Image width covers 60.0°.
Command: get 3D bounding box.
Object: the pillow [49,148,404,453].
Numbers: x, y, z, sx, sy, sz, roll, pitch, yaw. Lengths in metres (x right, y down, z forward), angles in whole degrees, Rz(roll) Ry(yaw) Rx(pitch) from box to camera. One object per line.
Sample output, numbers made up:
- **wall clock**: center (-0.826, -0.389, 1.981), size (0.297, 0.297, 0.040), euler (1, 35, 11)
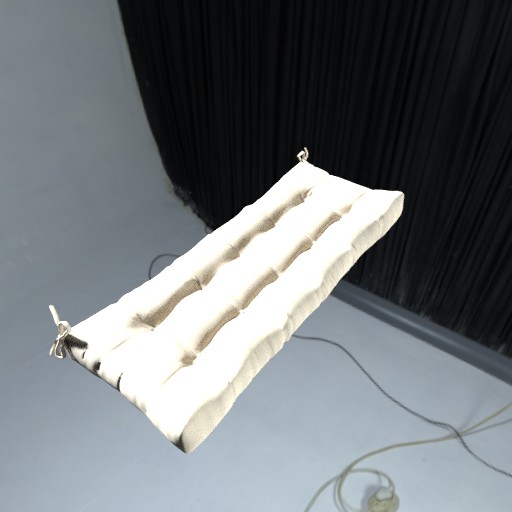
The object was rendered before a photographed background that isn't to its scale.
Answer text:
- **pillow**: center (0.000, 0.000, 1.367), size (0.511, 0.174, 1.194), euler (26, 47, 27)
